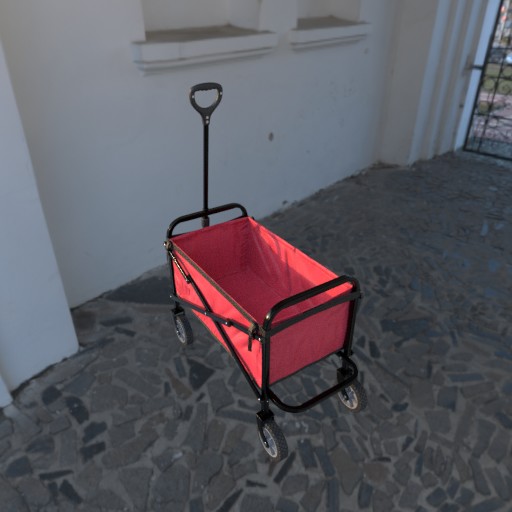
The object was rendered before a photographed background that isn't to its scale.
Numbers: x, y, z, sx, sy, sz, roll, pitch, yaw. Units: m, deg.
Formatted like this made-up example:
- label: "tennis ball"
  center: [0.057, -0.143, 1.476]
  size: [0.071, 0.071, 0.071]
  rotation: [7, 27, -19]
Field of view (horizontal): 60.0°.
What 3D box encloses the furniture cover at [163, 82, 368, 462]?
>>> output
- label: "furniture cover"
  center: [0.000, 0.000, 1.890]
  size: [0.532, 1.295, 1.038]
  rotation: [-19, 35, -29]
